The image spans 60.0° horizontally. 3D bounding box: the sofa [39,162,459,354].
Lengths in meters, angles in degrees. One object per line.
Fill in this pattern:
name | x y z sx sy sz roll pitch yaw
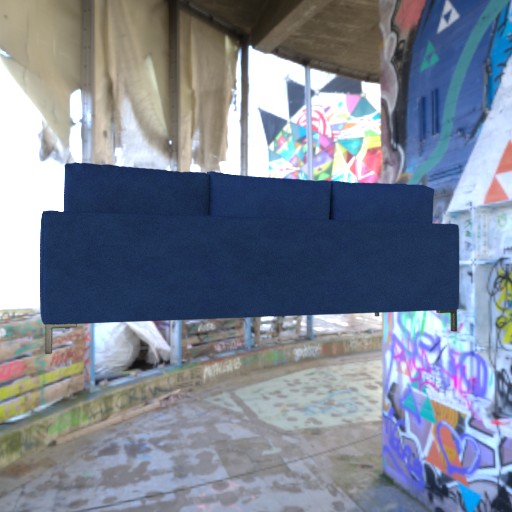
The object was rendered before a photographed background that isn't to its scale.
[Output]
sofa | 0.000 0.000 2.655 2.252 0.879 0.875 0 -1 -18
